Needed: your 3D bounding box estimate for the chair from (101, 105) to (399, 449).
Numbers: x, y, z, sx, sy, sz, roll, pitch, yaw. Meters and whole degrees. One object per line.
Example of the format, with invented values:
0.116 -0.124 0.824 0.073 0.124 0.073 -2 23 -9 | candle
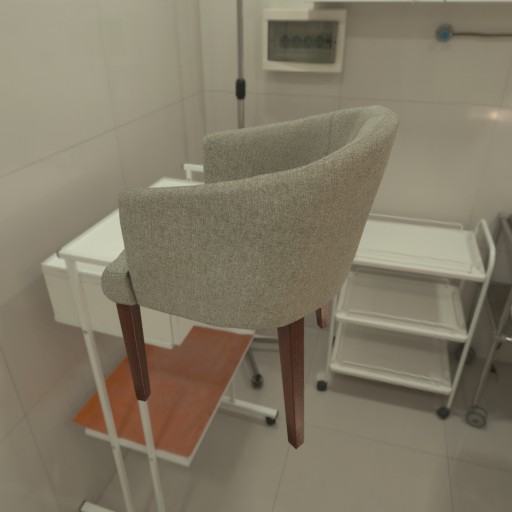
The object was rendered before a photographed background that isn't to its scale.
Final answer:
0.000 0.000 1.242 0.655 0.811 0.583 8 30 14 | chair
